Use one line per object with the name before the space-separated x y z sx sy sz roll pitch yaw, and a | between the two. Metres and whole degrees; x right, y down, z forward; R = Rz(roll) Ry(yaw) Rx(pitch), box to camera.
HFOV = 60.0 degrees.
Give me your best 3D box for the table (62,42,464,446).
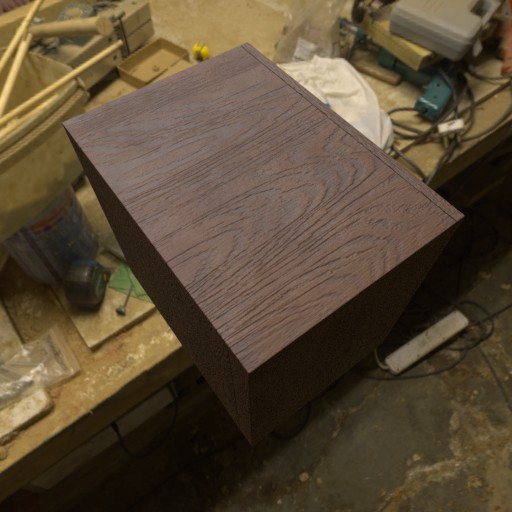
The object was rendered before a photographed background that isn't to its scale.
table | 0.000 0.000 0.978 0.439 0.585 0.560 -32 63 -19
